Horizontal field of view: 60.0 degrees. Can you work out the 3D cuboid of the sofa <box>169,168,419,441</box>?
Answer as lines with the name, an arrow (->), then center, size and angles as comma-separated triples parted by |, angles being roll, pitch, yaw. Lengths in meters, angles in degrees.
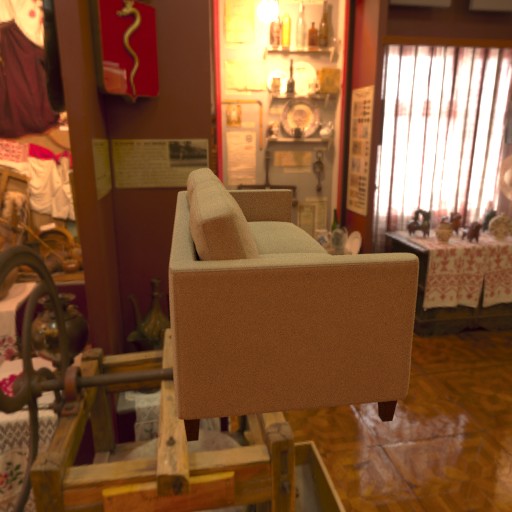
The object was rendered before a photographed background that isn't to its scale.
sofa -> 0.000, 0.000, 2.653 | 0.948, 0.932, 2.181 | -2, 15, -8
